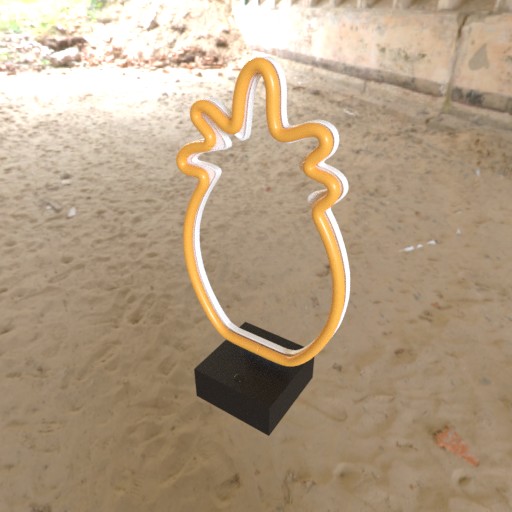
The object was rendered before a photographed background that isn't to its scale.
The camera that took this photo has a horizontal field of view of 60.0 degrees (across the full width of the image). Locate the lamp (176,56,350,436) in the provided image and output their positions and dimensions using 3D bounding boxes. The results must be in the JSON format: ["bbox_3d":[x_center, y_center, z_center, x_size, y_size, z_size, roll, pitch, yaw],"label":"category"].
[{"bbox_3d":[0.000,0.000,0.385,0.167,0.317,0.088,18,35,28],"label":"lamp"}]
